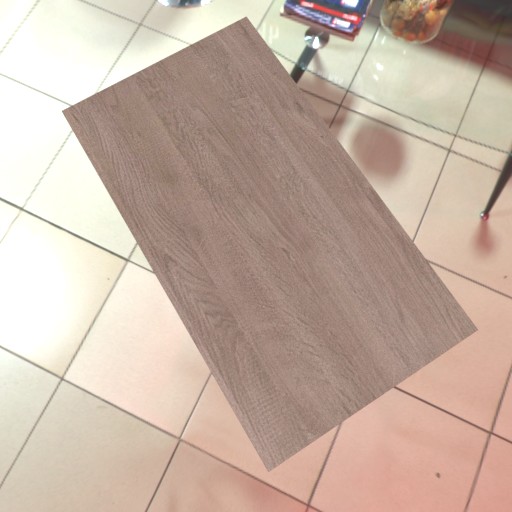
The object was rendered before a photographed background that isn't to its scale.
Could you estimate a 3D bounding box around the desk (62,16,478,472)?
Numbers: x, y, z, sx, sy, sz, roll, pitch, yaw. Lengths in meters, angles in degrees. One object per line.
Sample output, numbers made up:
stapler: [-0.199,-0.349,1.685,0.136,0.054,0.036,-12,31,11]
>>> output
desk: [0.000,0.000,1.303,0.498,0.724,0.893,-31,77,-8]
